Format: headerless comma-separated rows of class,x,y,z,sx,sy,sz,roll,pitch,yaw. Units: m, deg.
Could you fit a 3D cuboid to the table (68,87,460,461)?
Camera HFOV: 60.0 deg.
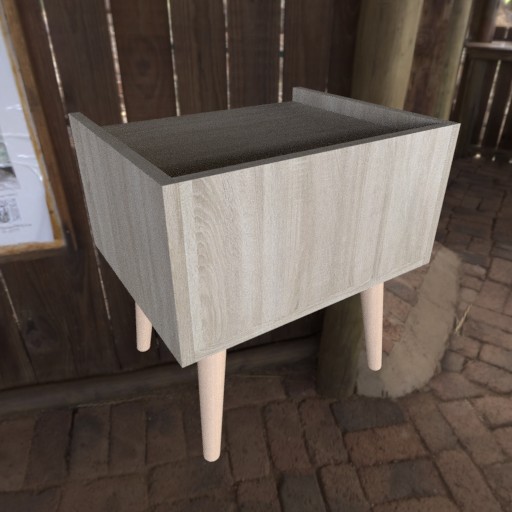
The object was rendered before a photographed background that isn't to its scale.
table,0.000,0.000,0.772,0.450,0.470,0.370,-18,34,-28
